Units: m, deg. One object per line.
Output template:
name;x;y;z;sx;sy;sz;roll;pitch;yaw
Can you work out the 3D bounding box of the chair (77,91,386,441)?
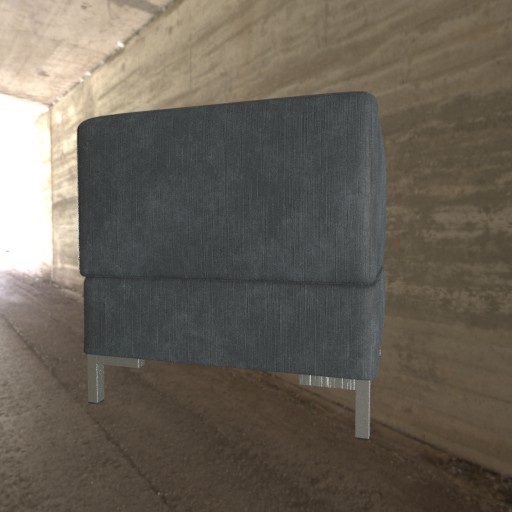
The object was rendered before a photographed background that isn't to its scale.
chair;0.000;0.000;1.218;0.680;0.660;0.680;1;3;18
